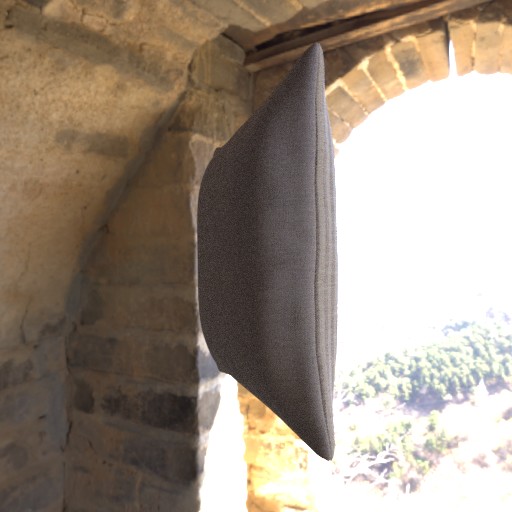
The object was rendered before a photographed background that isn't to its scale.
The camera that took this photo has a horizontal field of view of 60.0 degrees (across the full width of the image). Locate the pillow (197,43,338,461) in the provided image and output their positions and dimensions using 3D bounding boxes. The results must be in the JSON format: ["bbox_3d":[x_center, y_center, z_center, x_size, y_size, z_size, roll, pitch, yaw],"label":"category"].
[{"bbox_3d":[0.000,0.000,0.773,0.166,0.510,0.523,1,-2,-19],"label":"pillow"}]
